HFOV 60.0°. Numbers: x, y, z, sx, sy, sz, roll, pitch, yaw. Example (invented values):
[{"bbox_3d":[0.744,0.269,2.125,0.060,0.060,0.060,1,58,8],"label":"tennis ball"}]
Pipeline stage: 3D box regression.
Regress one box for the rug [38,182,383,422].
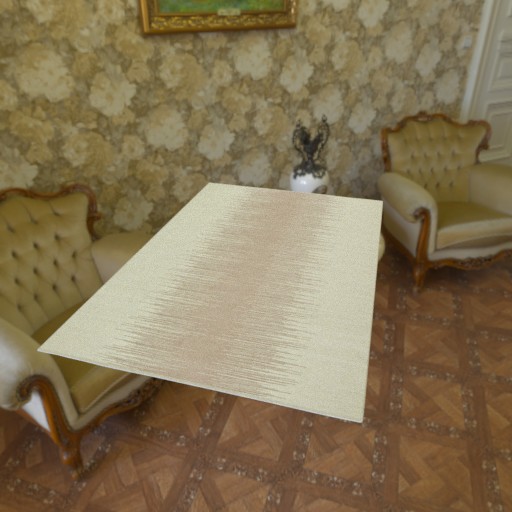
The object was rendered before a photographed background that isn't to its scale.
[{"bbox_3d":[0.000,0.000,2.327,1.234,0.006,1.850,8,31,14],"label":"rug"}]
